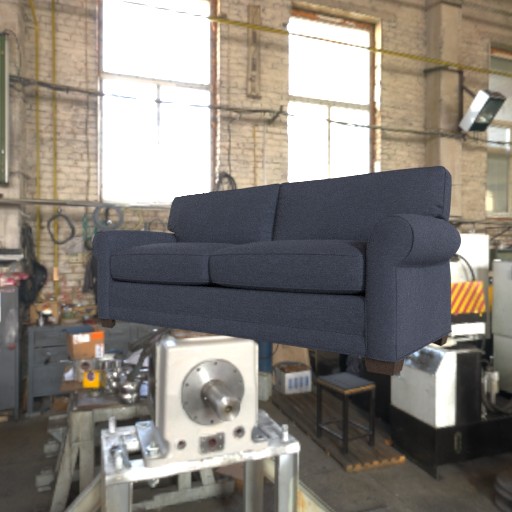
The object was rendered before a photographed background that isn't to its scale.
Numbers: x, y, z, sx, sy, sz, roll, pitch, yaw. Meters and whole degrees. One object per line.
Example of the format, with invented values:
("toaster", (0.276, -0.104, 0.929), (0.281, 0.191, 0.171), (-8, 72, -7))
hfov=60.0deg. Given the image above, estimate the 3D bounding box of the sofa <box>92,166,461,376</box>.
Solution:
("sofa", (0.000, 0.000, 2.895), (2.391, 1.026, 0.954), (0, 0, 37))
